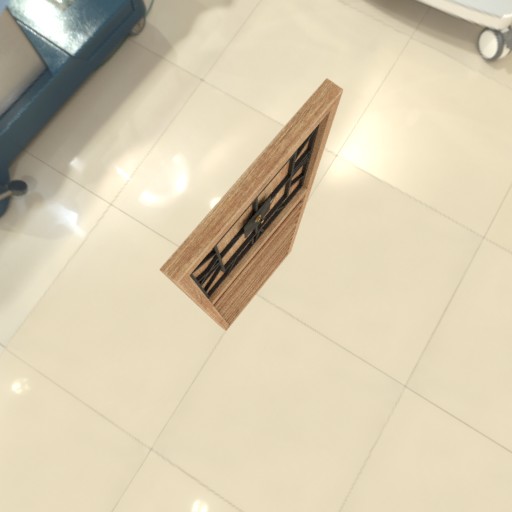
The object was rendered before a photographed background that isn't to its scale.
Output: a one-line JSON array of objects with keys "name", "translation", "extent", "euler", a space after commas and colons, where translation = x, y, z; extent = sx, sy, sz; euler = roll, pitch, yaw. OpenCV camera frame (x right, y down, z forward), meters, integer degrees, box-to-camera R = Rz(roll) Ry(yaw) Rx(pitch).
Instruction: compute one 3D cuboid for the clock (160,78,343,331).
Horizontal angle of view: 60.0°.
[{"name": "clock", "translation": [0.000, 0.000, 1.070], "extent": [0.030, 0.965, 0.361], "euler": [38, 80, 8]}]
